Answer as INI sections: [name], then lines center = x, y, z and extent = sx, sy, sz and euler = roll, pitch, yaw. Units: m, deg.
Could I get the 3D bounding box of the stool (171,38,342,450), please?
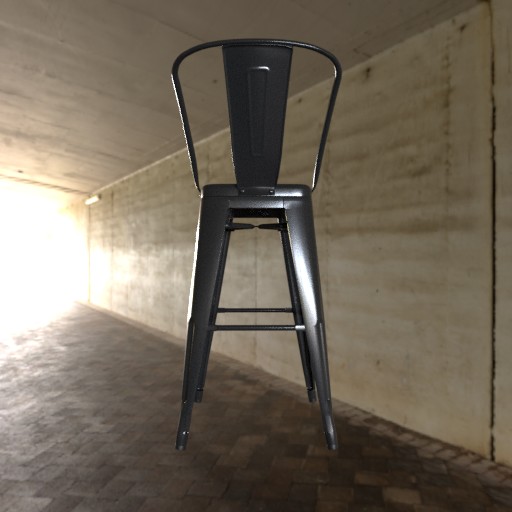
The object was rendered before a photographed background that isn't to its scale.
[stool]
center = 0.000, 0.000, 1.297
extent = 0.432, 1.022, 0.528
euler = 0, 0, -1
